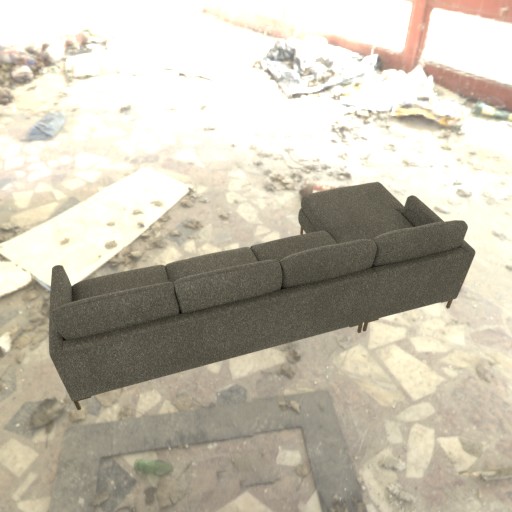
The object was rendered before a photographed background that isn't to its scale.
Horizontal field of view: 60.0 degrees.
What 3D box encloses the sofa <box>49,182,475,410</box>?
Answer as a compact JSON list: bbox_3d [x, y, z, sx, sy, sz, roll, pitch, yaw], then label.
[{"bbox_3d":[0.000,0.000,3.420,2.932,0.810,1.350,-12,42,-14],"label":"sofa"}]
